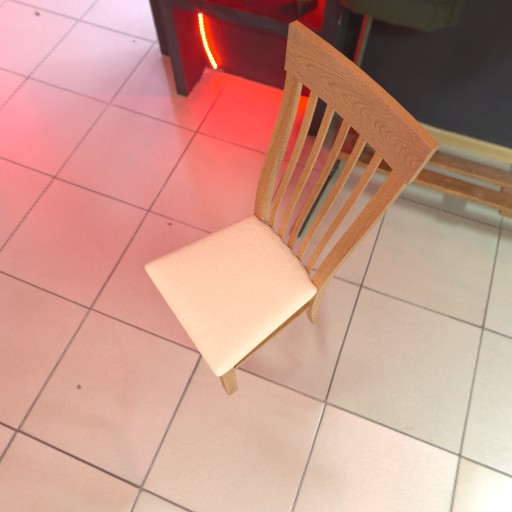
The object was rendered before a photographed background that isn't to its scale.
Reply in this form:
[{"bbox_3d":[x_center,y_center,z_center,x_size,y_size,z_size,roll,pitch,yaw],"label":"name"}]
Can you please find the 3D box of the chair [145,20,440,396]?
[{"bbox_3d":[0.000,0.000,1.333,0.580,1.050,0.450,-33,68,-15],"label":"chair"}]
